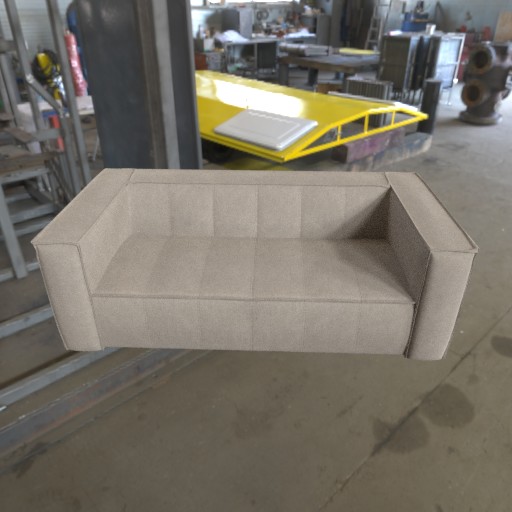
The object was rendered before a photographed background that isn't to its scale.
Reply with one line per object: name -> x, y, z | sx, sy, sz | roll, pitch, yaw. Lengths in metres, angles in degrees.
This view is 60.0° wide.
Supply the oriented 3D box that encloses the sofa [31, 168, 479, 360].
sofa -> 0.000, 0.000, 2.508 | 1.995, 0.680, 1.038 | 1, 30, 2
